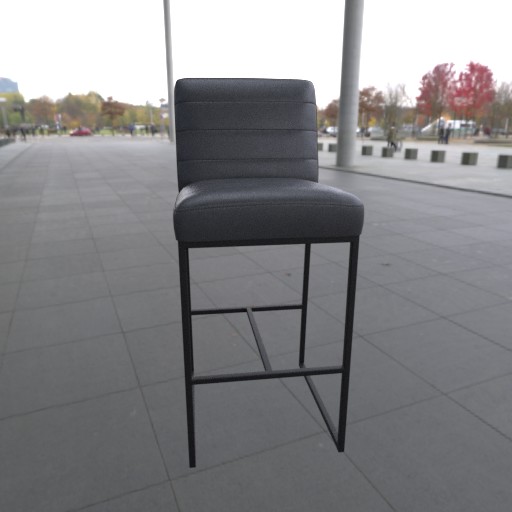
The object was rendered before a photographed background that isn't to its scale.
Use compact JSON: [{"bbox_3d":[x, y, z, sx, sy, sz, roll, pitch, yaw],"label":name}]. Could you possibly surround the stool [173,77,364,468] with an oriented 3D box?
[{"bbox_3d":[0.000,0.000,1.328,0.457,1.040,0.552,-2,16,-8],"label":"stool"}]
